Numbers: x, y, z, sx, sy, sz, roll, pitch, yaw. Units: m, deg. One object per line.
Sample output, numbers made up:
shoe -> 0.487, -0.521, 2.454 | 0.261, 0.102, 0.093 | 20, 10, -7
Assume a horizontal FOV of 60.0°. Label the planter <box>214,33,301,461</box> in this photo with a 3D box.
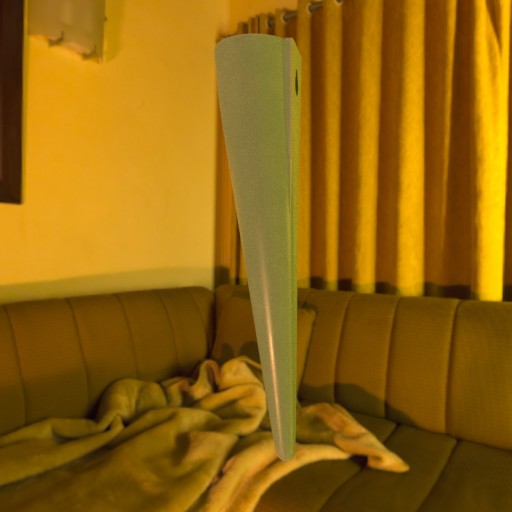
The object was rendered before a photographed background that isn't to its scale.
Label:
planter -> 0.000, 0.000, 0.294 | 0.055, 0.268, 0.054 | 0, 1, 16
